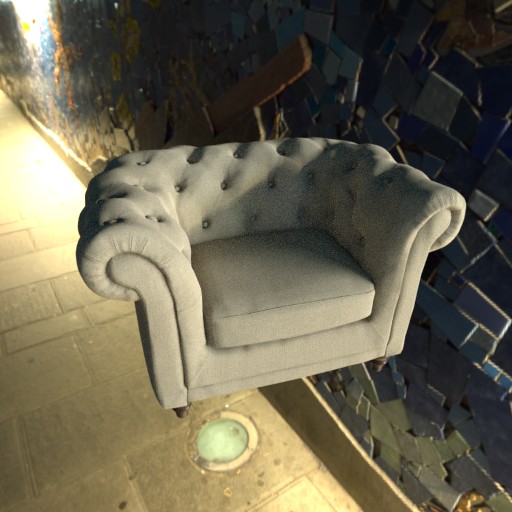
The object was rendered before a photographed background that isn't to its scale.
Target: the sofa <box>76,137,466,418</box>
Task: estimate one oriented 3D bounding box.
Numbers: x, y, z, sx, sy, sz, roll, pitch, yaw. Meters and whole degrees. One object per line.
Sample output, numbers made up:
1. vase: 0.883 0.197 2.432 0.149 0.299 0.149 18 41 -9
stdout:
1. sofa: 0.000 0.000 2.011 1.405 0.878 1.034 -9 31 -15
